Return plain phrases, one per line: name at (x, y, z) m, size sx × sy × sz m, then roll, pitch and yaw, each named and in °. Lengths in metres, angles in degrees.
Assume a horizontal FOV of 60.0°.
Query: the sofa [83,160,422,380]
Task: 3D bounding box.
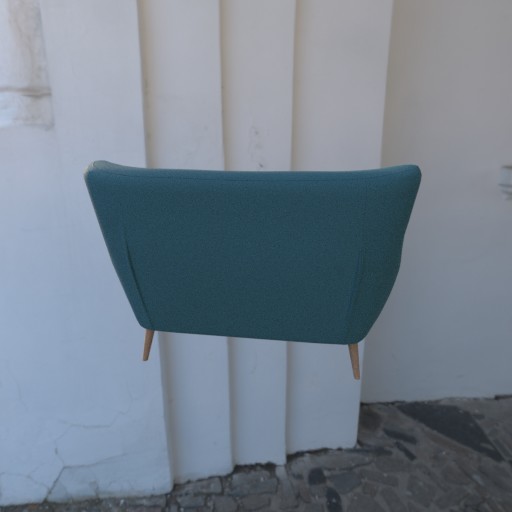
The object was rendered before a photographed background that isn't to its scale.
sofa at (0.000, 0.000, 2.051) m, size 1.397 × 0.889 × 0.889 m, roll 3°, pitch 17°, yaw 9°
